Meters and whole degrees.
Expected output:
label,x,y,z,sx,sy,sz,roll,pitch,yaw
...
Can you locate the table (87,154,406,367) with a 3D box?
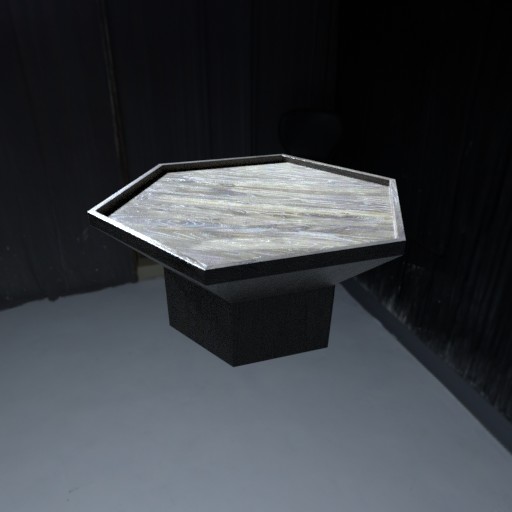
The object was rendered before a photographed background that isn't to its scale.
label,x,y,z,sx,sy,sz,roll,pitch,yaw
table,0.000,0.000,1.657,1.115,0.488,0.966,-8,29,-15
